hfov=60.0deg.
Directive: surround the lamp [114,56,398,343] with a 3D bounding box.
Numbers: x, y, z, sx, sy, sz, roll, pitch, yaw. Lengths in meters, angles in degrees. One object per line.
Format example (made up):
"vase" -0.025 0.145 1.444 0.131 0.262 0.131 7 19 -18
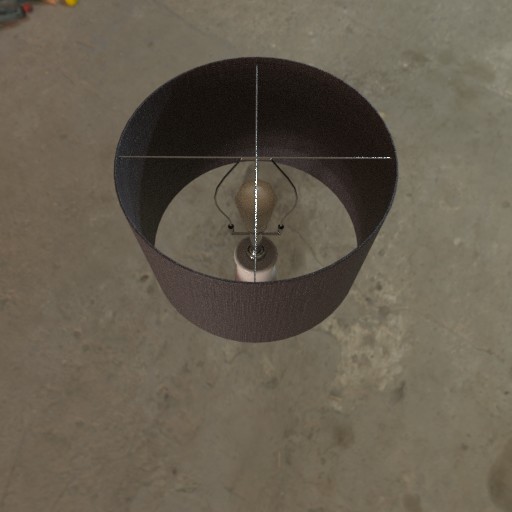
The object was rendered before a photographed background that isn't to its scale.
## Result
"lamp" 0.000 0.000 0.693 0.303 0.488 0.303 0 63 0
